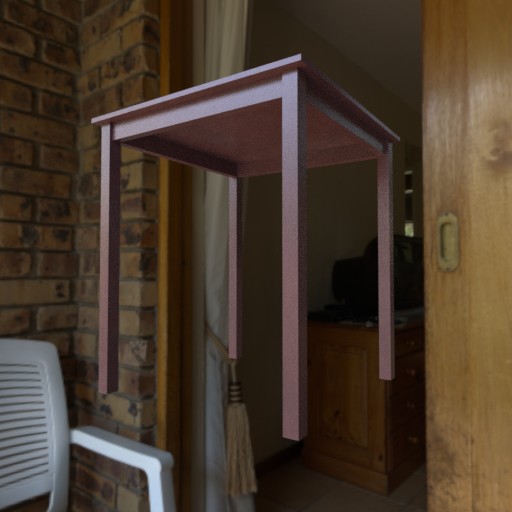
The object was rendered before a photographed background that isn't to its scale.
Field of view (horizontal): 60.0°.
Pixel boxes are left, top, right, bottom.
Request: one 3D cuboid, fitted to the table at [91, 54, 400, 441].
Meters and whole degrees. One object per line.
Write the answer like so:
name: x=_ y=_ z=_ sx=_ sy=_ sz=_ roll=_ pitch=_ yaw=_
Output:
table: x=0.000 y=0.000 z=1.709 sx=0.861 sy=0.991 sz=0.861 roll=-1 pitch=-2 yaw=34
